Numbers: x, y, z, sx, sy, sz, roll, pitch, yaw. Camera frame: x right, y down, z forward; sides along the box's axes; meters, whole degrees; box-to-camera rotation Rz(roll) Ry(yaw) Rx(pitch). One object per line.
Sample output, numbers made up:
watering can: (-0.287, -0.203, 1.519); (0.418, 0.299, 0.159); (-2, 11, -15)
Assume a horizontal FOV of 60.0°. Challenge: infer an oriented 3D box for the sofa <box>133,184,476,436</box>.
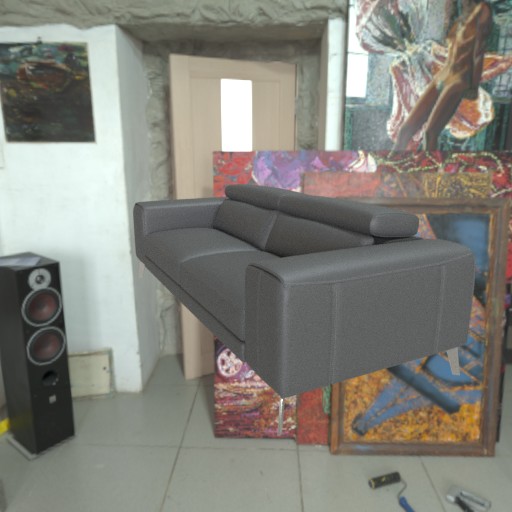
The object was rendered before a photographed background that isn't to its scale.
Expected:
sofa: (0.000, 0.000, 2.749); (1.023, 0.759, 2.321); (-7, 16, -26)
